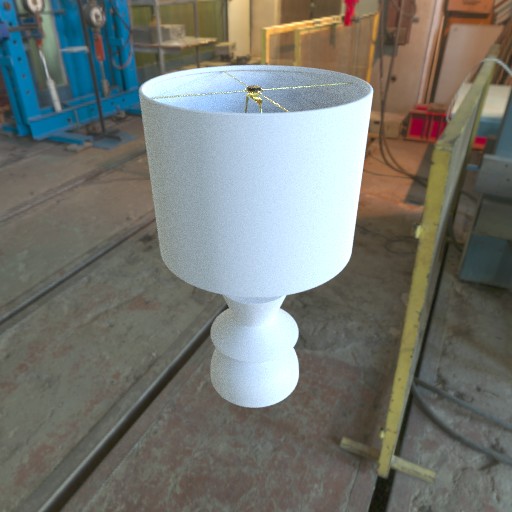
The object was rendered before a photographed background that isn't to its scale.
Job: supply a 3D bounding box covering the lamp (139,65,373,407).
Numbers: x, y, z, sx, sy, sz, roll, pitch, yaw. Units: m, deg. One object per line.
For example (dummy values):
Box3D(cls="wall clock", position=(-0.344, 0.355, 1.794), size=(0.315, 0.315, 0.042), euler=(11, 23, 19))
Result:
Box3D(cls="lamp", position=(0.000, 0.000, 0.724), size=(0.301, 0.533, 0.301), euler=(-11, 34, -16))
